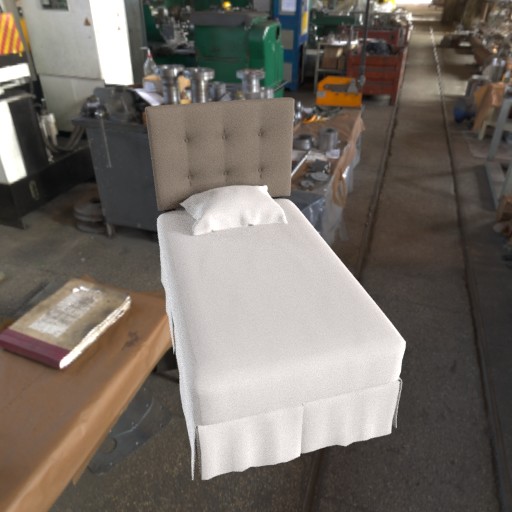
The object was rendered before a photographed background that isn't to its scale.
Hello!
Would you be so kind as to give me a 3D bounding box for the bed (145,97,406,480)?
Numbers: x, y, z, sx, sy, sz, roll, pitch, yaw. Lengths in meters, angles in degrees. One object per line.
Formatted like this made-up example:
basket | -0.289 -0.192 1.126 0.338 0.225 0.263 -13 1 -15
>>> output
bed | 0.000 0.000 2.951 1.261 1.571 1.997 -8 33 -13
